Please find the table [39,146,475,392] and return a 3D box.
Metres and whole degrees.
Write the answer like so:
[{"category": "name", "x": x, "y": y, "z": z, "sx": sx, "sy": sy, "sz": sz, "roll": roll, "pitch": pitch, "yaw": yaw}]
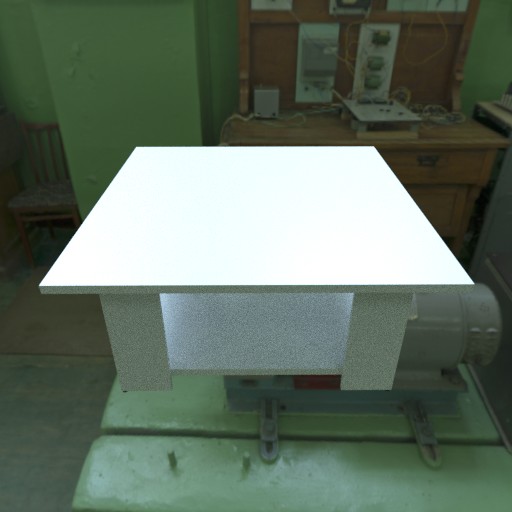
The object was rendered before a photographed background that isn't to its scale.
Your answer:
[{"category": "table", "x": 0.000, "y": 0.000, "z": 1.047, "sx": 0.670, "sy": 0.305, "sz": 0.670, "roll": 0, "pitch": 32, "yaw": 0}]
